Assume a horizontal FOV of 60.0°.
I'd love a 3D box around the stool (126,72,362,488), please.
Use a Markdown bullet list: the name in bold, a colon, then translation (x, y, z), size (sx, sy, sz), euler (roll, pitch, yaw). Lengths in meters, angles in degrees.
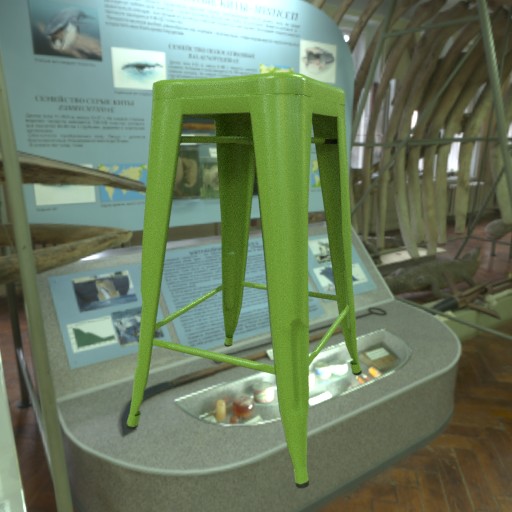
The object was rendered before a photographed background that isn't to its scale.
- **stool**: translation (0.000, 0.000, 0.844), size (0.358, 0.609, 0.398), euler (7, 16, 25)
